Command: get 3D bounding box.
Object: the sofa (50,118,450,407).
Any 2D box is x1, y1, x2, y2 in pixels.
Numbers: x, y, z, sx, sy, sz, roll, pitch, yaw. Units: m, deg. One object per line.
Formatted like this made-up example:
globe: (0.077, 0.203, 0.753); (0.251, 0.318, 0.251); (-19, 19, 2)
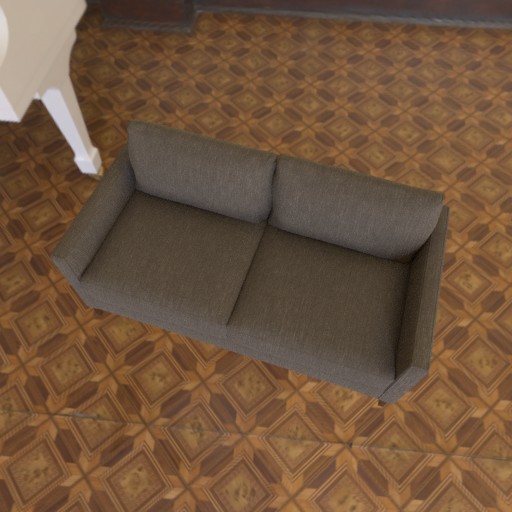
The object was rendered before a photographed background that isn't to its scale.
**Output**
sofa: (0.000, 0.000, 2.185); (1.682, 0.840, 0.875); (16, 60, 10)
